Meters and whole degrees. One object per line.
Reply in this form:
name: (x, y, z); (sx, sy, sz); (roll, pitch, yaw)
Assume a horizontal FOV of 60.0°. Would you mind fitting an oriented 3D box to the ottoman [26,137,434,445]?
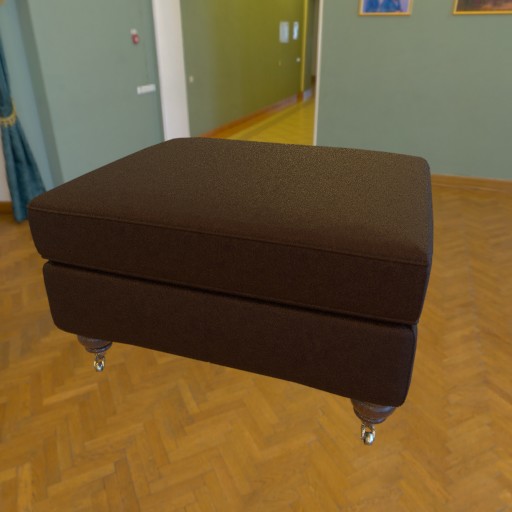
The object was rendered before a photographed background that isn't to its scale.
ottoman: (0.000, 0.000, 1.711); (1.187, 0.730, 0.967); (9, 28, 17)
